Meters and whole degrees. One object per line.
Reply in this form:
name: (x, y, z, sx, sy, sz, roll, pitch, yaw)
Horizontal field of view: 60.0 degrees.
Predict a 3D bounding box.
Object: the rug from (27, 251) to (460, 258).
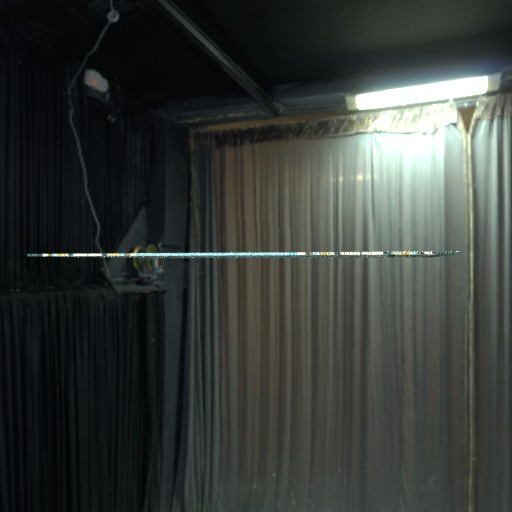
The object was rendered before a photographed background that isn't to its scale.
rug: (0.000, 0.000, 2.331, 1.811, 0.010, 1.212, 0, -1, 17)
